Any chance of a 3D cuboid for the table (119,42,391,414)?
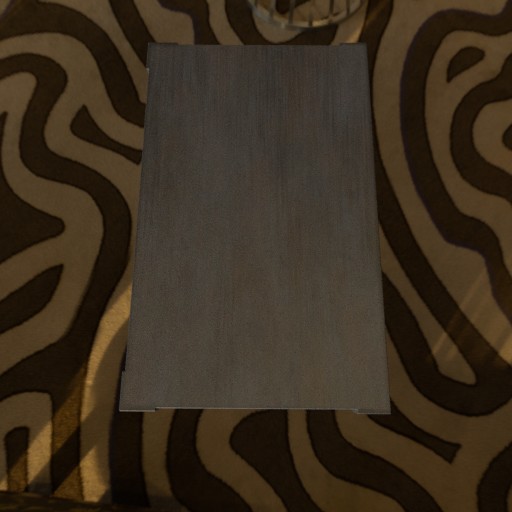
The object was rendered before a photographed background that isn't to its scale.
[{"bbox_3d":[0.000,0.000,1.070,0.413,0.660,0.660,0,75,0],"label":"table"}]
